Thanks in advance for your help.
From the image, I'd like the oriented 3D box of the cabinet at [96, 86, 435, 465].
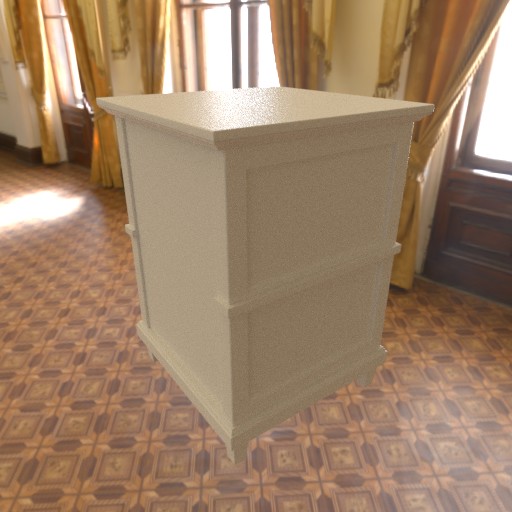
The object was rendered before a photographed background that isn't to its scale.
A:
[{"bbox_3d":[0.000,0.000,1.165,0.547,0.775,0.544,-17,31,-32],"label":"cabinet"}]
